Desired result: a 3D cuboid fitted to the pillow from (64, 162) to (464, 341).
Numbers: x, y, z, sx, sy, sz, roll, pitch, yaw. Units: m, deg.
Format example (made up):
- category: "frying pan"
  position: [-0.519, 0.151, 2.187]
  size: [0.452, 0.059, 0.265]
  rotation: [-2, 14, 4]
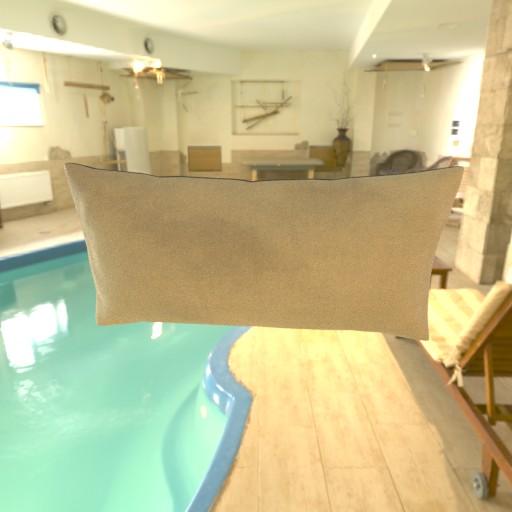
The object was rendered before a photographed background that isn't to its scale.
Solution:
- category: "pillow"
  position: [0.000, 0.000, 0.738]
  size: [0.608, 0.305, 0.156]
  rotation: [2, 17, 6]
